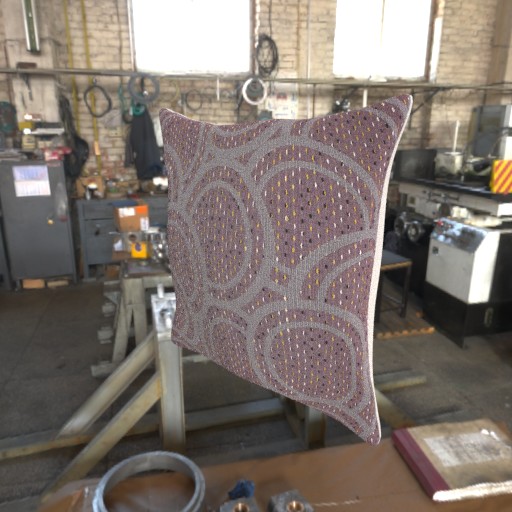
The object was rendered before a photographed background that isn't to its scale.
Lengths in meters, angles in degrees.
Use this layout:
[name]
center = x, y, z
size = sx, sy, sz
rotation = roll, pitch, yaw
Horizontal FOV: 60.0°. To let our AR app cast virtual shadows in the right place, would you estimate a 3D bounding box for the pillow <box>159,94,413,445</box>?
[pillow]
center = 0.000, 0.000, 0.779
size = 0.514, 0.513, 0.163
rotation = 14, 21, 40
